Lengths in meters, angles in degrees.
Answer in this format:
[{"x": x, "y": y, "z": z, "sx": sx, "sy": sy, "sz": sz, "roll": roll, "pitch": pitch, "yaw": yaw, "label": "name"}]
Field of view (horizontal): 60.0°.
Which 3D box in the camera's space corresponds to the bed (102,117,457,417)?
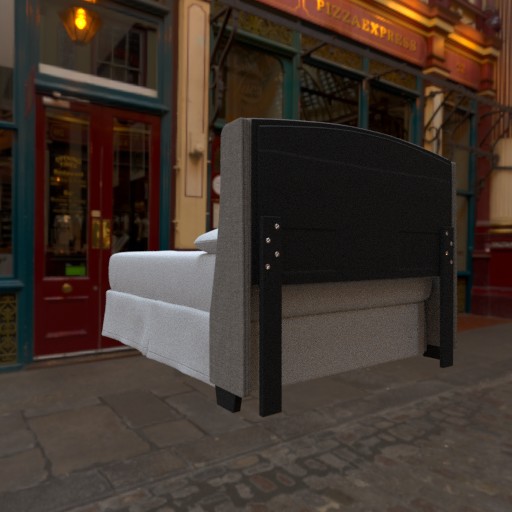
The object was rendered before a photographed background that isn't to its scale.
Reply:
[{"x": 0.000, "y": 0.000, "z": 3.317, "sx": 1.710, "sy": 1.407, "sz": 2.237, "roll": 0, "pitch": 1, "yaw": -36, "label": "bed"}]
